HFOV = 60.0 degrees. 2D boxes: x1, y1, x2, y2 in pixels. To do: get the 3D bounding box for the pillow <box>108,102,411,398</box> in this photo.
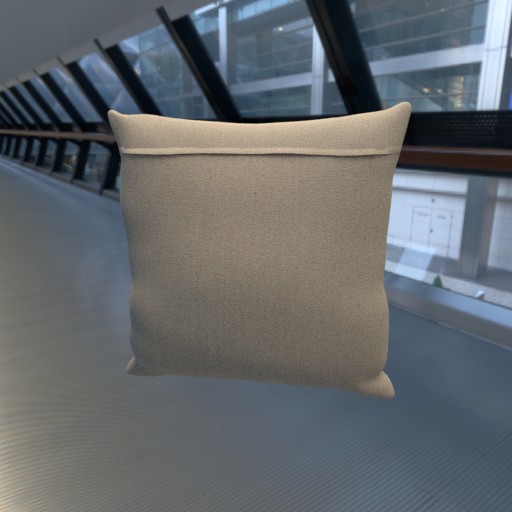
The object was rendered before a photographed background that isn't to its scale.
[{"bbox_3d":[0.000,0.000,0.676,0.440,0.441,0.182,2,15,8],"label":"pillow"}]
